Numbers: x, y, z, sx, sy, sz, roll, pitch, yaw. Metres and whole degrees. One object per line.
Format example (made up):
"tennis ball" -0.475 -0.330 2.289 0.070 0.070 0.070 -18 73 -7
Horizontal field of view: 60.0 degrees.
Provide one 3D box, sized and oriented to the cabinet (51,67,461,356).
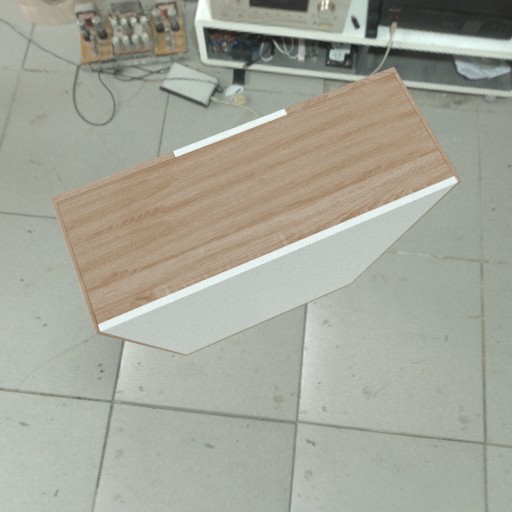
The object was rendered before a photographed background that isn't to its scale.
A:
"cabinet" 0.000 0.000 2.751 1.500 2.120 0.590 -23 76 -6
